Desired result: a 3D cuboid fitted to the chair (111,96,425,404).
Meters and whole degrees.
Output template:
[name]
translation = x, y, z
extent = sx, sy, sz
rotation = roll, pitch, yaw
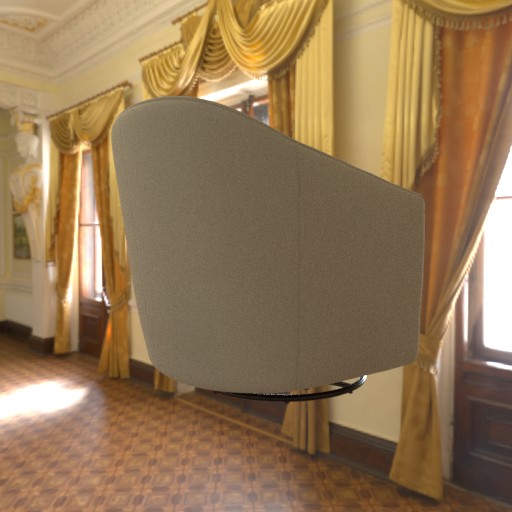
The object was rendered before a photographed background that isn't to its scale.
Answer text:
[chair]
translation = 0.000, 0.000, 1.434
extent = 0.875, 0.799, 0.747
rotation = -1, 2, -35
